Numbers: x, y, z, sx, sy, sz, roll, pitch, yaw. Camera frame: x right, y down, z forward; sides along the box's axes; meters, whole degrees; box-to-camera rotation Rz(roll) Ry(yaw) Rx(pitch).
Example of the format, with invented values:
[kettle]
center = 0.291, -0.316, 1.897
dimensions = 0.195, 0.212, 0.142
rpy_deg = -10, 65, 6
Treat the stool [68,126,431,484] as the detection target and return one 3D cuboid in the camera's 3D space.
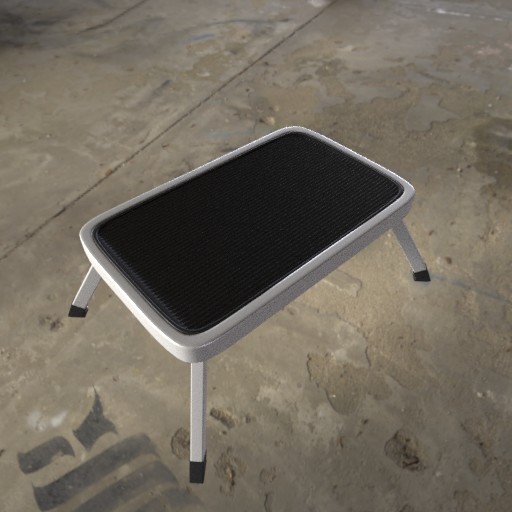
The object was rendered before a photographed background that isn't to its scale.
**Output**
[stool]
center = 0.000, 0.000, 0.609
dimensions = 0.460, 0.170, 0.320
rpy_deg = -32, 54, -28
